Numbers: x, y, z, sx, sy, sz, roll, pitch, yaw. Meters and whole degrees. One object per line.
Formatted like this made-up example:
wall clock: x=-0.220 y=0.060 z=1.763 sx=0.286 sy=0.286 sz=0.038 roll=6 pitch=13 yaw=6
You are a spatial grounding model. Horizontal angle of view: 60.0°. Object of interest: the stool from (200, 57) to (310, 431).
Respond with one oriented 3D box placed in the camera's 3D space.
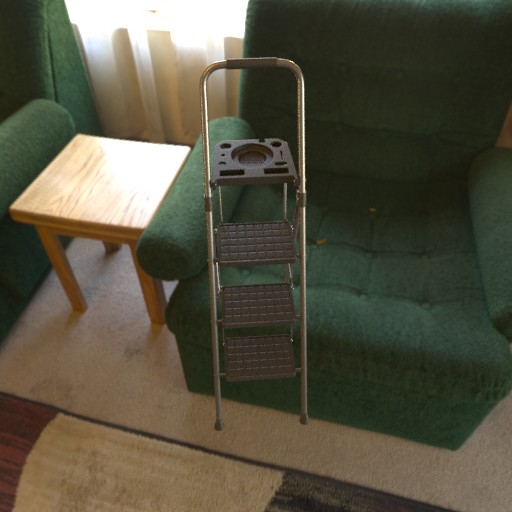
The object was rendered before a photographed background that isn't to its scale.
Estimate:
stool: x=0.000 y=0.000 z=1.613 sx=0.396 sy=1.277 sz=0.733 roll=-3 pitch=46 yaw=-3
